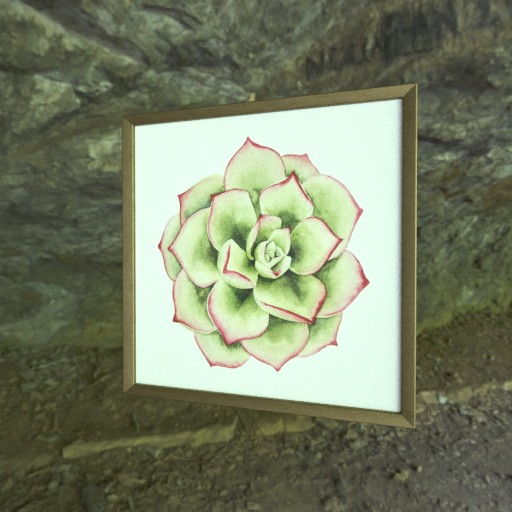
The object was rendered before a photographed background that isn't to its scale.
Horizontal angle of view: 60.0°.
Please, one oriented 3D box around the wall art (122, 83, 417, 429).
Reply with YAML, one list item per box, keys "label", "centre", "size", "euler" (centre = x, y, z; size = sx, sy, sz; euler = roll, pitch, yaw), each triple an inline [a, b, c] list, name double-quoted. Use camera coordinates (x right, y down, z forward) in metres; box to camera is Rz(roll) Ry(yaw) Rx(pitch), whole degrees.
- label: "wall art"
  centre: [0.000, 0.000, 0.740]
  size: [0.503, 0.506, 0.031]
  euler: [0, 1, 18]
